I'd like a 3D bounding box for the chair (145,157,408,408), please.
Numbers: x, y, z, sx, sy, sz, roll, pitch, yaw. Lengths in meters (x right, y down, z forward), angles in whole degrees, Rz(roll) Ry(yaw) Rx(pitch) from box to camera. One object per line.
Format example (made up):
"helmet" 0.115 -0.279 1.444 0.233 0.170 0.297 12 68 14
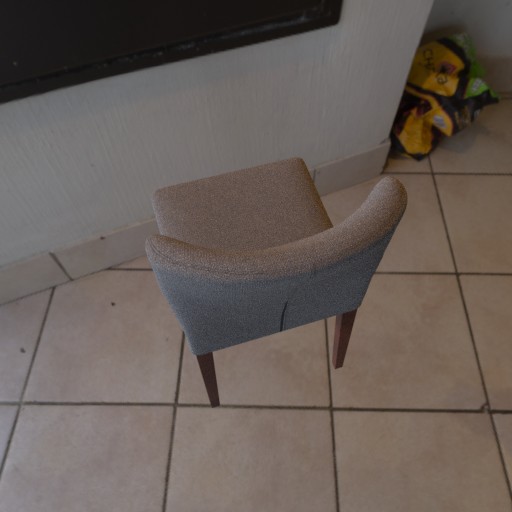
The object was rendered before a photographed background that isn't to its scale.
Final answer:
"chair" 0.000 0.000 1.185 0.491 0.839 0.589 -15 59 -9
